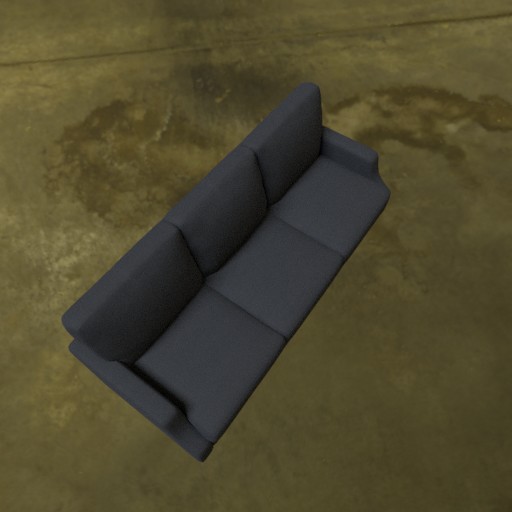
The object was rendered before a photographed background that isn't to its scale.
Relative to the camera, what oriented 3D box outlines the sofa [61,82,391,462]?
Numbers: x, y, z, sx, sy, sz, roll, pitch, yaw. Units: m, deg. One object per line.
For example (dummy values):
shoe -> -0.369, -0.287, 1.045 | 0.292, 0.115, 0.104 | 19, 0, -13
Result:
sofa -> 0.000, 0.000, 2.644 | 0.888, 0.984, 2.115 | 32, 64, 18
